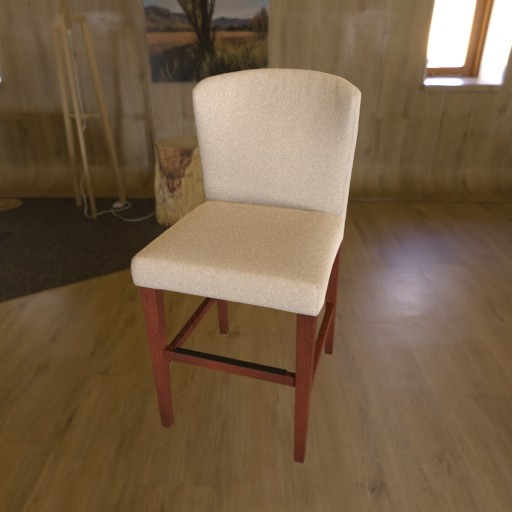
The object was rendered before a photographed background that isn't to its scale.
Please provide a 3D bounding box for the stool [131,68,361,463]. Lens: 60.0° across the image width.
[{"bbox_3d":[0.000,0.000,1.280,0.479,0.968,0.568,8,28,16],"label":"stool"}]
